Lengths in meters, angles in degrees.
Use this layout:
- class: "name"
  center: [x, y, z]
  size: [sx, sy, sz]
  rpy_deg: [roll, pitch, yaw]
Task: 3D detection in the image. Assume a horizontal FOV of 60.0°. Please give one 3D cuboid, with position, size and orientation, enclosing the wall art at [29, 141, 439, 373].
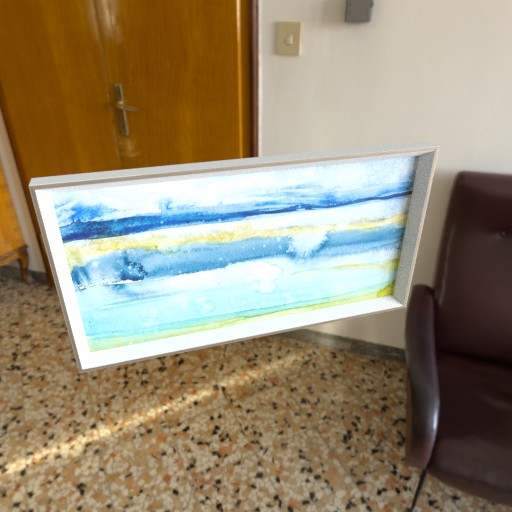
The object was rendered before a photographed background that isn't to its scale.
- class: "wall art"
  center: [0.000, 0.000, 0.972]
  size: [0.812, 0.431, 0.038]
  rpy_deg: [-9, 31, -15]
